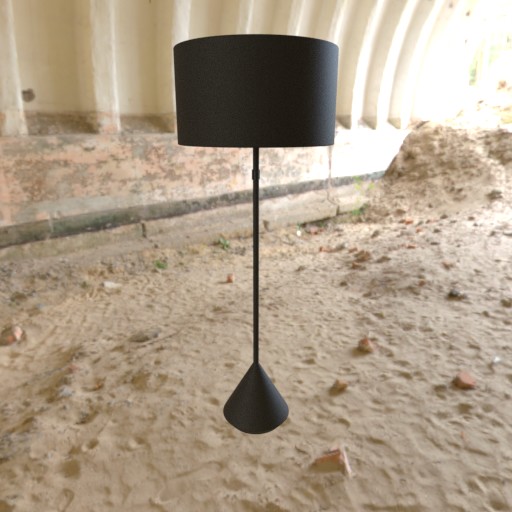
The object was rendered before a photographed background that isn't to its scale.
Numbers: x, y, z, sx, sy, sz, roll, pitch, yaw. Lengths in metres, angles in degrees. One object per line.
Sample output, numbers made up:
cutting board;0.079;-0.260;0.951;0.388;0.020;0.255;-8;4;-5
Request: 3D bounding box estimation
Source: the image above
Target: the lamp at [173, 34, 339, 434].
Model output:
lamp;0.000;0.000;1.789;0.580;1.526;0.580;3;17;10
